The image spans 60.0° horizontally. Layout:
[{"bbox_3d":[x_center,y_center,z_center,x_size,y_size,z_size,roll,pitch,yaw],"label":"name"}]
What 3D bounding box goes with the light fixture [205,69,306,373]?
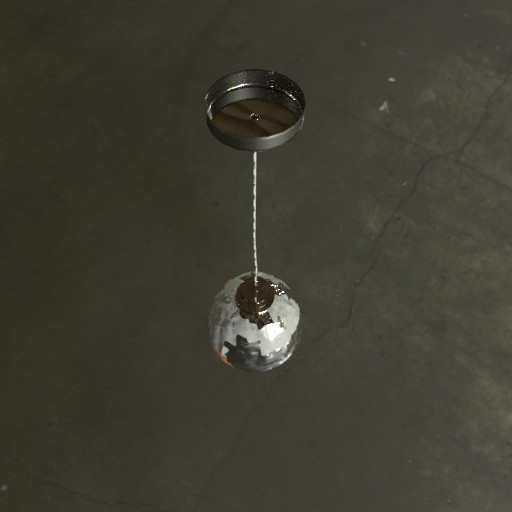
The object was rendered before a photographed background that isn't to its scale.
[{"bbox_3d":[0.000,0.000,1.751,0.496,1.511,0.500,19,61,11],"label":"light fixture"}]
